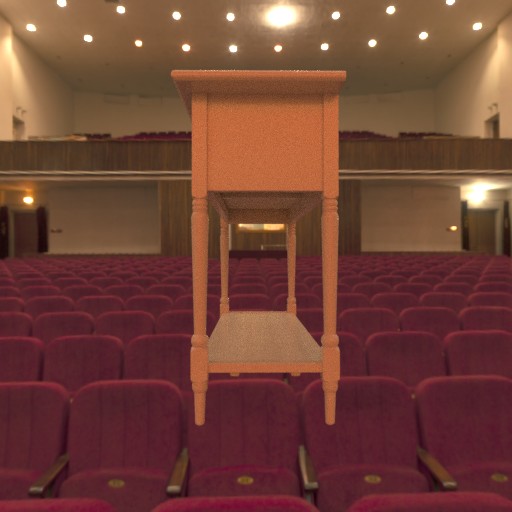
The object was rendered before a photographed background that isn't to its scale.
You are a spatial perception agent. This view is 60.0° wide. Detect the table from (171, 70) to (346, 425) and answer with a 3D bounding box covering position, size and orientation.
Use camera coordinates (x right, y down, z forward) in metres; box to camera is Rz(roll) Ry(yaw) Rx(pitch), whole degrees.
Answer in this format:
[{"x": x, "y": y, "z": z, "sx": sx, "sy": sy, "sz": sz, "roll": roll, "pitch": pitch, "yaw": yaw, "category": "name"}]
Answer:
[{"x": 0.000, "y": 0.000, "z": 1.560, "sx": 0.384, "sy": 0.808, "sz": 1.197, "roll": 0, "pitch": 0, "yaw": -1, "category": "table"}]
